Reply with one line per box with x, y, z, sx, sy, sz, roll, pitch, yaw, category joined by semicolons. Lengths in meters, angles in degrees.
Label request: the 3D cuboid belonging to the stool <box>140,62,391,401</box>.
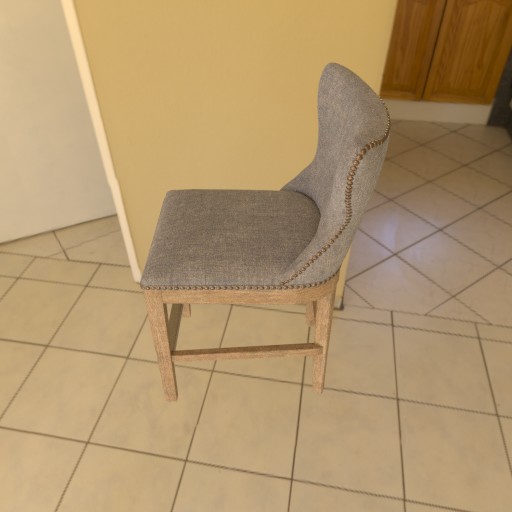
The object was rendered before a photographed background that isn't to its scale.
0.000;0.000;1.331;0.608;0.981;0.498;0;42;0;stool
